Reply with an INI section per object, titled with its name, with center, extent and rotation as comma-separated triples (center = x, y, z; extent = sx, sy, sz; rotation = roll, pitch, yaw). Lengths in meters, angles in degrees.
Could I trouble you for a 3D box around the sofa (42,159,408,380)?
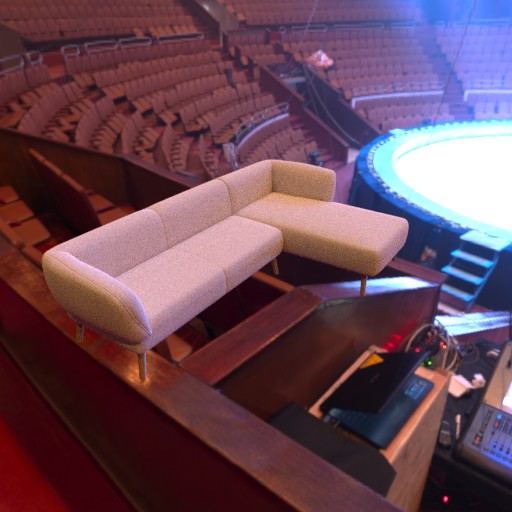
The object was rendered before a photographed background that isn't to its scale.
[sofa]
center = 0.000, 0.000, 3.379
extent = 1.610, 0.730, 2.660
rotation = 18, 33, 30
